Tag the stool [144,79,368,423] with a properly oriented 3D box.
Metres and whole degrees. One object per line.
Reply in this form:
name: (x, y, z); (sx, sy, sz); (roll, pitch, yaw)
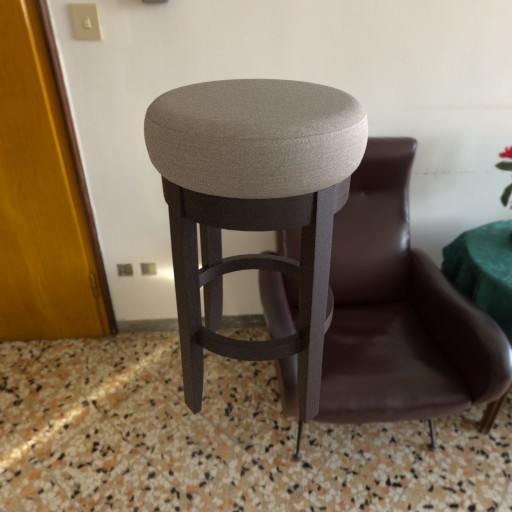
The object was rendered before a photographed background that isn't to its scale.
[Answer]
stool: (0.000, 0.000, 1.058); (0.443, 0.757, 0.443); (0, 32, 0)
